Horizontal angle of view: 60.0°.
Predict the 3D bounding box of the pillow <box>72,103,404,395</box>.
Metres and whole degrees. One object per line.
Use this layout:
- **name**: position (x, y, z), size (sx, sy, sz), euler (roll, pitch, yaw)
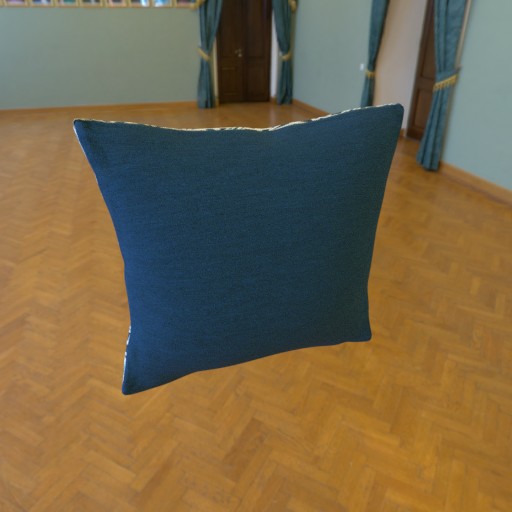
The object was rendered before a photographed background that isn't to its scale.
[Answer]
- **pillow**: position (0.000, 0.000, 0.655), size (0.440, 0.420, 0.145), euler (-9, 30, -16)
